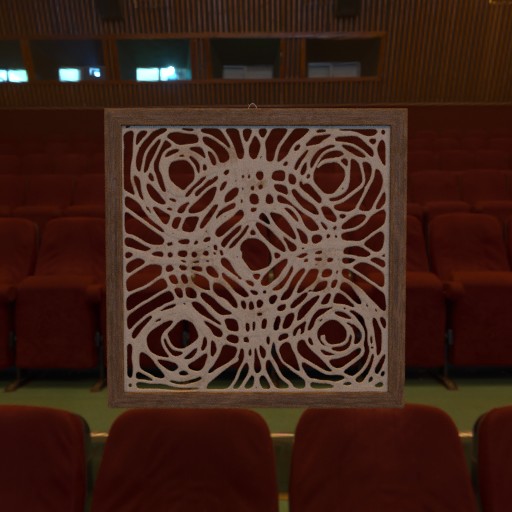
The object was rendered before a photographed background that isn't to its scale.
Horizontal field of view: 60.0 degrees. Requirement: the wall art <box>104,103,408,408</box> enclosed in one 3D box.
[{"bbox_3d":[0.000,0.000,0.837,0.561,0.576,0.021,0,2,0],"label":"wall art"}]
